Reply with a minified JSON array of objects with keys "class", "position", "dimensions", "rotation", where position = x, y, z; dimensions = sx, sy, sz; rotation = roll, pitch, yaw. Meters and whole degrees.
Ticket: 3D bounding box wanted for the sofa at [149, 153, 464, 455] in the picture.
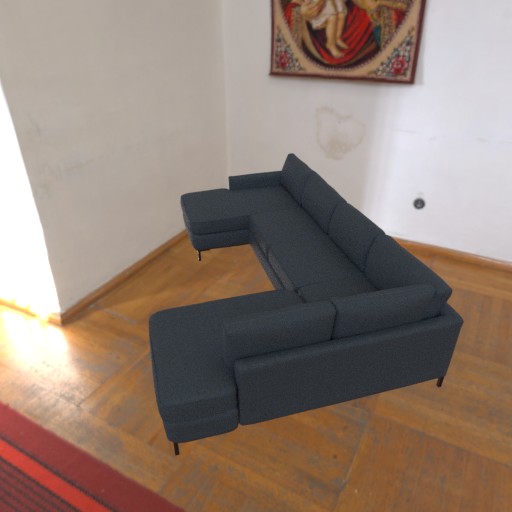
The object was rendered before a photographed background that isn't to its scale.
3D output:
[{"class":"sofa","position":[0.000,0.000,3.889],"dimensions":[1.984,0.858,2.975],"rotation":[-9,32,-14]}]
